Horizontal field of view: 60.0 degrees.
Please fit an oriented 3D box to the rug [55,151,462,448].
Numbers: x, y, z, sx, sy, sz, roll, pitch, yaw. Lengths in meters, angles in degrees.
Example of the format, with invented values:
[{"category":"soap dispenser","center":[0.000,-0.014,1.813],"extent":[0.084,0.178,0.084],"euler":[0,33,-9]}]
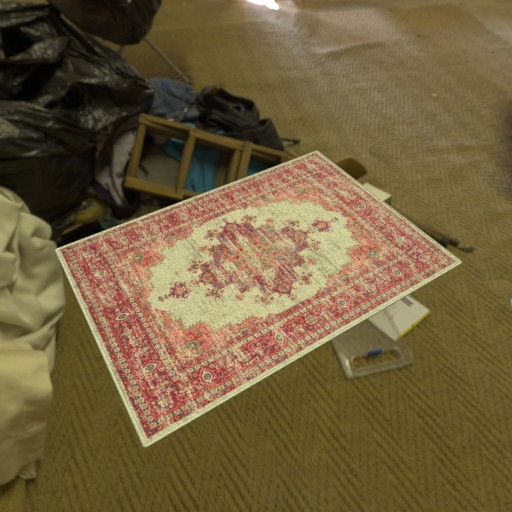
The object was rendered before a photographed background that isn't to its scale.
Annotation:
[{"category":"rug","center":[0.000,0.000,2.310],"extent":[1.747,0.011,1.217],"euler":[-25,51,-22]}]
